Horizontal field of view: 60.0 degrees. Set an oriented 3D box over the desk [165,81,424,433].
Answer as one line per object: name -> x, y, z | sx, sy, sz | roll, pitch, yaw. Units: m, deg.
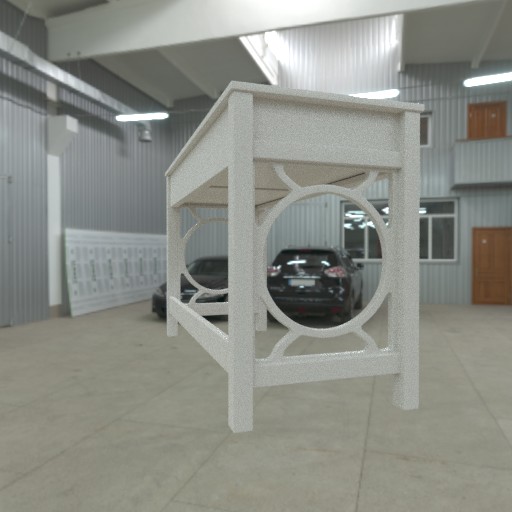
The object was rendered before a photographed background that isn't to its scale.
desk -> 0.000, 0.000, 1.589 | 0.504, 0.762, 1.191 | 0, 1, -18
